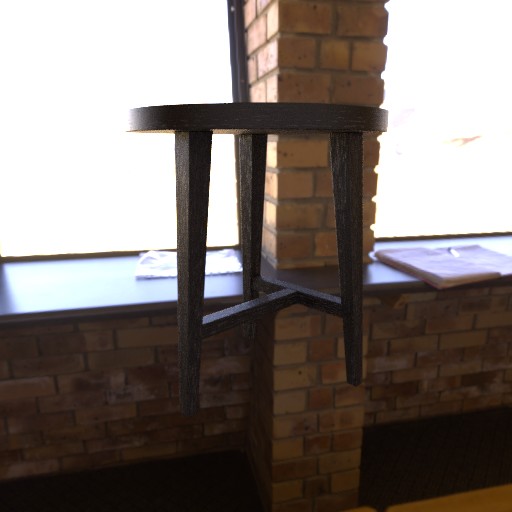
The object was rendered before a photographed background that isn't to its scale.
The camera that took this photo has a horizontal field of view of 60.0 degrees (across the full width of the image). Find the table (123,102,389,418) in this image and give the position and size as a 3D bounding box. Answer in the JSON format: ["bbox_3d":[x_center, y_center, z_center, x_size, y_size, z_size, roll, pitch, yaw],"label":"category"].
[{"bbox_3d":[0.000,0.000,0.749,0.399,0.460,0.399,0,14,0],"label":"table"}]
